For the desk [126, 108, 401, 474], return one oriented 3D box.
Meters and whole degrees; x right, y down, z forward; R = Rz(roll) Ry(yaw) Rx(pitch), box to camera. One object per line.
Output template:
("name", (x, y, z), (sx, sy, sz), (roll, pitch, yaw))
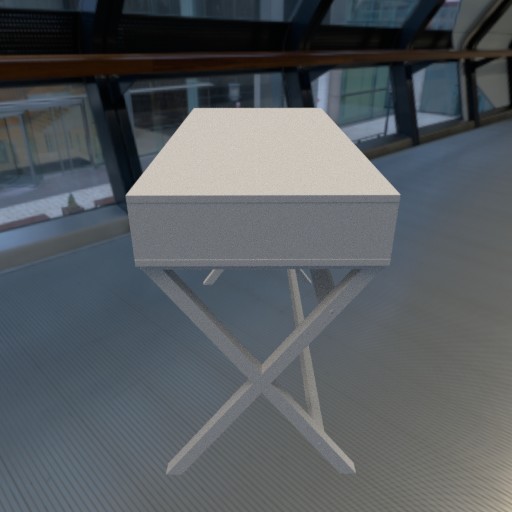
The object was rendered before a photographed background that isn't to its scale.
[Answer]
("desk", (0.000, 0.000, 1.458), (0.525, 0.780, 1.057), (0, 27, 0))
